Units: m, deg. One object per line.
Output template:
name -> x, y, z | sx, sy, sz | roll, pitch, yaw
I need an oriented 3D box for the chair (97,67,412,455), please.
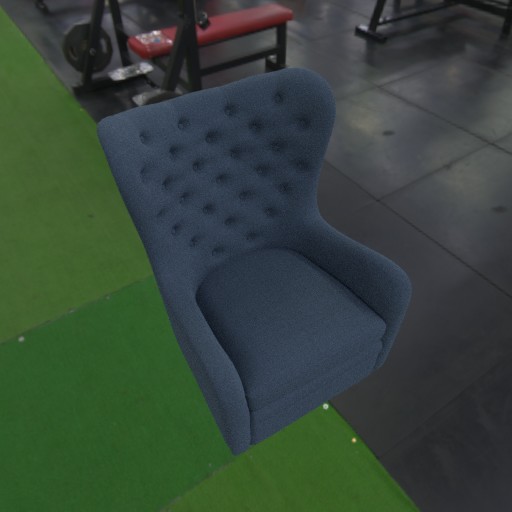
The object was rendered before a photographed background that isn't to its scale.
chair -> 0.000, 0.000, 1.710 | 0.831, 1.079, 0.930 | -24, 51, -21
